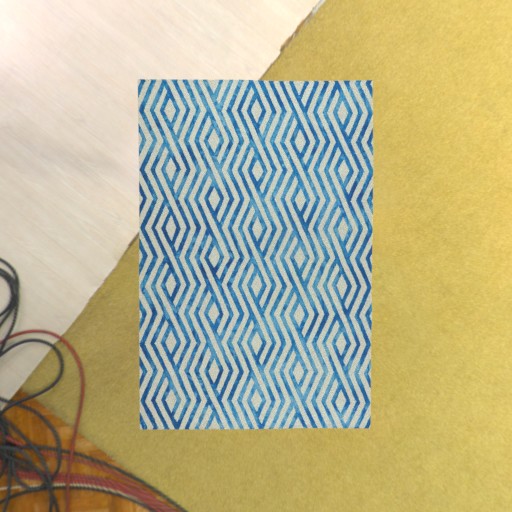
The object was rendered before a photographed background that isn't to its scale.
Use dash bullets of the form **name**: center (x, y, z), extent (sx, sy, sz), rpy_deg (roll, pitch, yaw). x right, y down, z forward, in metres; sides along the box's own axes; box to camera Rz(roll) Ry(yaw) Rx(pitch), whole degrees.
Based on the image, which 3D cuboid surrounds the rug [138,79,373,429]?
- **rug**: center (0.000, 0.000, 2.323), extent (1.225, 0.008, 1.830), rpy_deg (0, 91, -1)
